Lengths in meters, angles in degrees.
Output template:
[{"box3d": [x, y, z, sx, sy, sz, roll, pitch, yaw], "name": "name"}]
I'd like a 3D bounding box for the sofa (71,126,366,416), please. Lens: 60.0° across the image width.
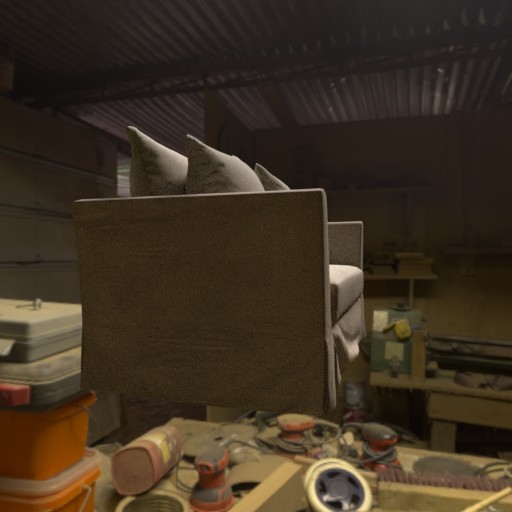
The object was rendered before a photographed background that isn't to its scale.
[{"box3d": [0.000, 0.000, 2.298, 1.035, 1.040, 1.608, 0, 0, 18], "name": "sofa"}]
